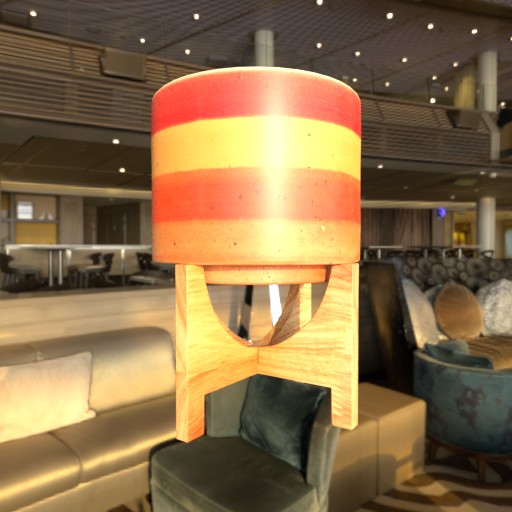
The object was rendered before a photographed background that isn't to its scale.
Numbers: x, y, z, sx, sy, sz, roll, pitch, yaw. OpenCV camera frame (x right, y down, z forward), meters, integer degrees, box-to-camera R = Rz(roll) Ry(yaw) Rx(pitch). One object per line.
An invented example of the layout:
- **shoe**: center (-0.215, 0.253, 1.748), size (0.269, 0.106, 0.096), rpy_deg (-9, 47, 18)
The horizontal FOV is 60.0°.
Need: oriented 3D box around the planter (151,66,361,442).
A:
- **planter**: center (0.000, 0.000, 0.564), size (0.269, 0.379, 0.269), rpy_deg (0, 1, 0)
